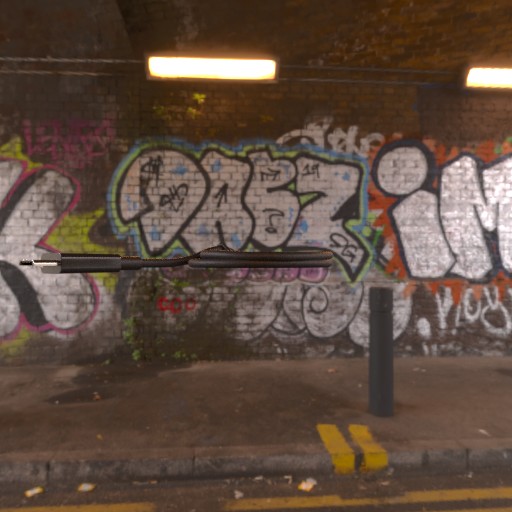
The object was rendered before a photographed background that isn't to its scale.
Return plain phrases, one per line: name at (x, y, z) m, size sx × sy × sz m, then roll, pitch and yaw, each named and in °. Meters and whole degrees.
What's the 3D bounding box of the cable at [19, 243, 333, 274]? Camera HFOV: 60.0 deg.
cable at (0.000, 0.000, 0.213) m, size 0.070 × 0.014 × 0.192 m, roll -1°, pitch -1°, yaw 36°
